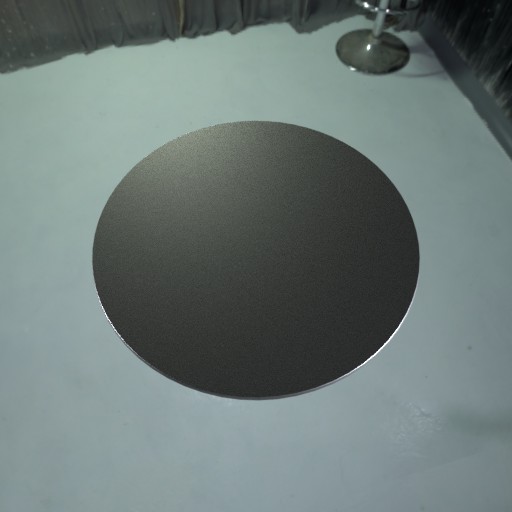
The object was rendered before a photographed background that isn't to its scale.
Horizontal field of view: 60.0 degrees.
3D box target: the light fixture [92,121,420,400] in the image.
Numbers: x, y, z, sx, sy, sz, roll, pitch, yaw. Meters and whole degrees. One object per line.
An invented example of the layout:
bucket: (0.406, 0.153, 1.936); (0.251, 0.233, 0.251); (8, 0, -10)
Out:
light fixture: (0.000, 0.000, 0.546); (0.368, 0.100, 0.368); (0, 59, 0)
